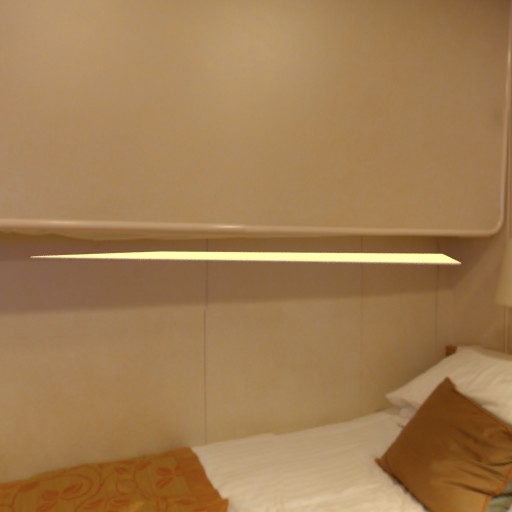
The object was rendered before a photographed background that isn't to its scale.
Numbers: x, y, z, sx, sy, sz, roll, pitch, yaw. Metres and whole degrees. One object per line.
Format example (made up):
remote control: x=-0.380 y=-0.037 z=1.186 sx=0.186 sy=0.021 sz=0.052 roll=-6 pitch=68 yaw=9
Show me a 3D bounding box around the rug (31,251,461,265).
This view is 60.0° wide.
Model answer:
rug: x=0.000 y=0.000 z=3.036 sx=2.441 sy=0.014 sz=1.531 roll=1 pitch=2 yaw=20
